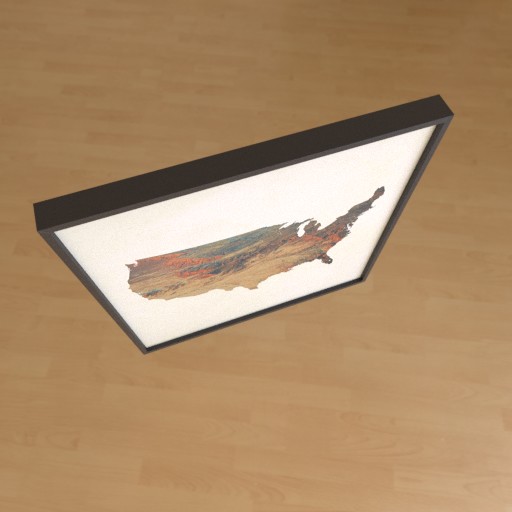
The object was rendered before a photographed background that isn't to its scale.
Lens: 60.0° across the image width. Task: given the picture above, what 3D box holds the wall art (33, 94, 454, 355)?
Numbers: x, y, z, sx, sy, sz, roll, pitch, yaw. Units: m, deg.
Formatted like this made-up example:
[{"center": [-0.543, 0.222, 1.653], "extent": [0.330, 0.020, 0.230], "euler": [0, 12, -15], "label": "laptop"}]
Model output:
[{"center": [0.000, 0.000, 0.743], "extent": [0.507, 0.507, 0.038], "euler": [-17, 64, -9], "label": "wall art"}]
